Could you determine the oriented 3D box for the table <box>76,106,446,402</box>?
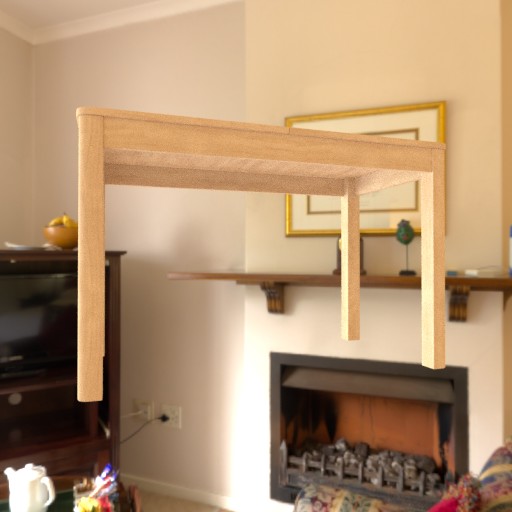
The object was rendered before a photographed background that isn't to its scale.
[{"bbox_3d":[0.000,0.000,1.910,1.400,0.900,0.750,0,-1,-18],"label":"table"}]
